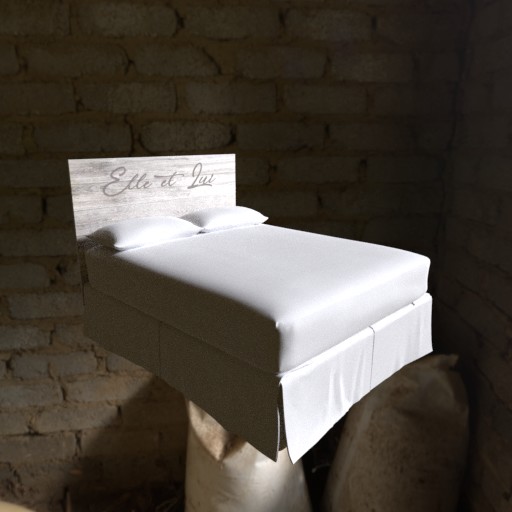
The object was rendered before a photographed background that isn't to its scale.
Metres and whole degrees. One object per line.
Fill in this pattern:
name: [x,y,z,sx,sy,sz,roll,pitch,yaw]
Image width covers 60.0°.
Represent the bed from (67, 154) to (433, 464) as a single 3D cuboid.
bed: [0.000,0.000,3.175,2.094,1.335,1.745,14,21,43]
